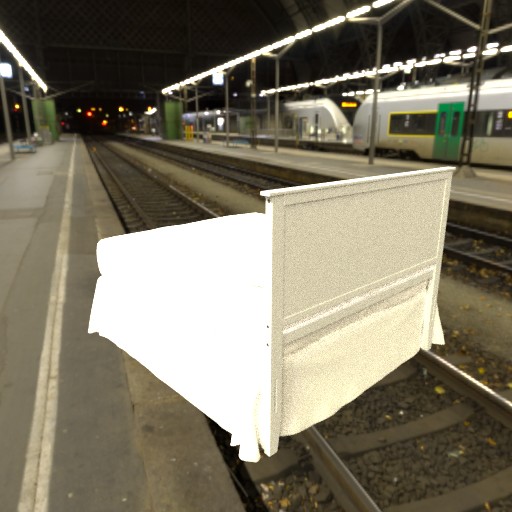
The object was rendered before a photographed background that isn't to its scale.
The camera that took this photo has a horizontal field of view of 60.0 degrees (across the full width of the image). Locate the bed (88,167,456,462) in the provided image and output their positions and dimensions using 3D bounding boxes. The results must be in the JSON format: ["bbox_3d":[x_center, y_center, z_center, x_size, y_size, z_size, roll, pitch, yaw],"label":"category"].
[{"bbox_3d":[0.000,0.000,3.152,1.876,1.269,2.047,-14,22,-40],"label":"bed"}]
